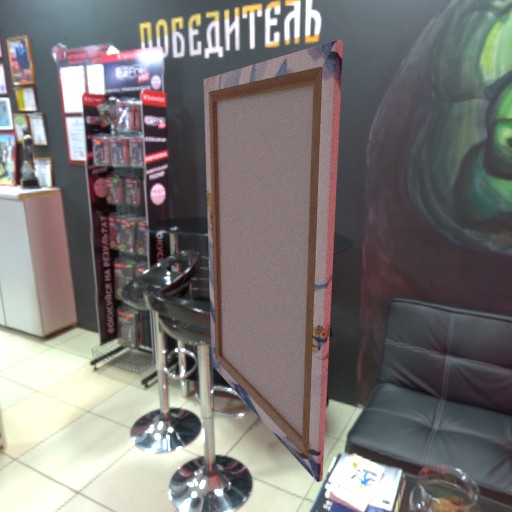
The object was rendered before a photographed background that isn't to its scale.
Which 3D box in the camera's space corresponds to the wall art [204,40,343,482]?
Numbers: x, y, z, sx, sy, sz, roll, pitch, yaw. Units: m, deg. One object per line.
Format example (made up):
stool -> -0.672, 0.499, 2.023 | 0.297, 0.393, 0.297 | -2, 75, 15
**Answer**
wall art -> 0.000, 0.000, 1.140 | 0.016, 0.914, 0.610 | -8, 17, -27
